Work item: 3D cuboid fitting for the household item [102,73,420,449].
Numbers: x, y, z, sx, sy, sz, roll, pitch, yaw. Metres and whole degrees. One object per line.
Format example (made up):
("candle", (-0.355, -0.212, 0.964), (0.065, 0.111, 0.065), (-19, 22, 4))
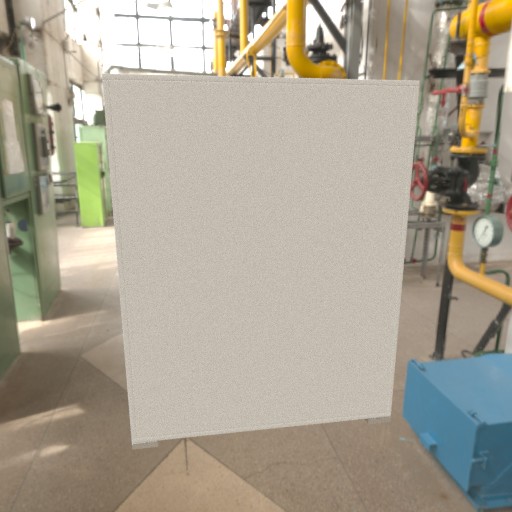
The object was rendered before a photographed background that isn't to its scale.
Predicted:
("household item", (0.000, 0.000, 1.411), (0.790, 1.010, 0.420), (-2, 15, -9))
